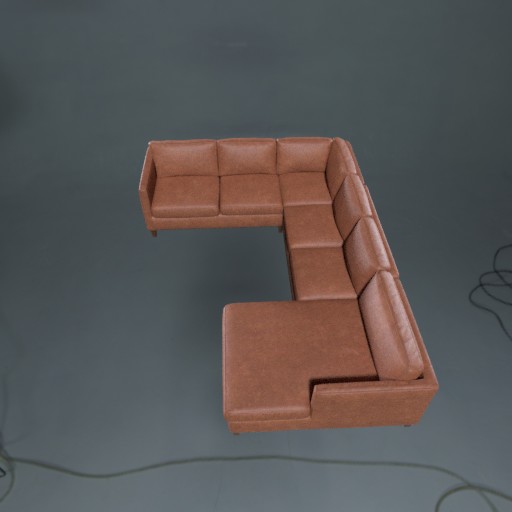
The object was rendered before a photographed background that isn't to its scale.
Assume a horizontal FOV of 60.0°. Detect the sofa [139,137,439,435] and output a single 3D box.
[{"bbox_3d":[0.000,0.000,4.602,2.593,0.923,3.460,-2,46,-2],"label":"sofa"}]
